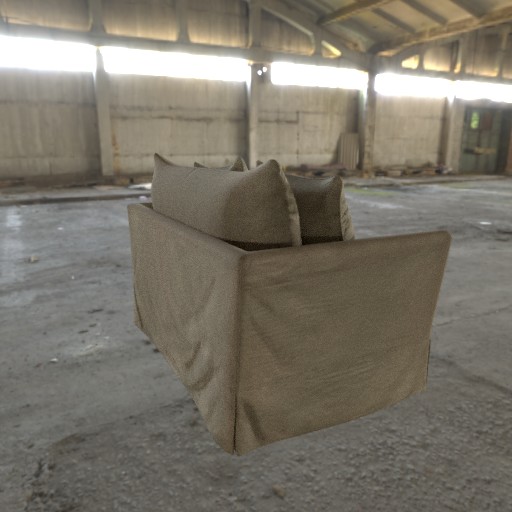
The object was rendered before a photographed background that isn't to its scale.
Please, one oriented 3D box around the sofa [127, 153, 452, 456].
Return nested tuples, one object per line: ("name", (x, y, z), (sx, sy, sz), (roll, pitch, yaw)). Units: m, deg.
("sofa", (0.000, 0.000, 2.315), (1.035, 1.040, 1.608), (-7, 15, -27))
